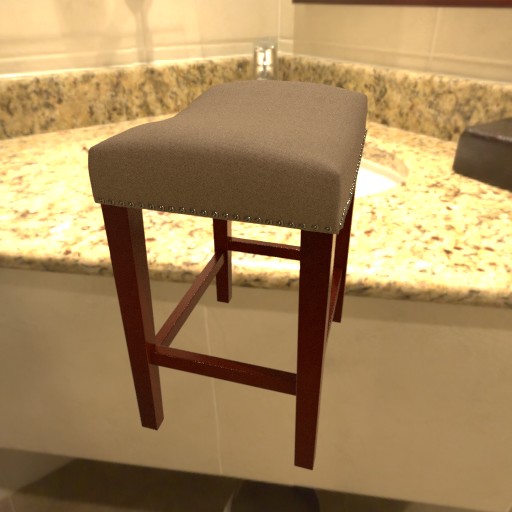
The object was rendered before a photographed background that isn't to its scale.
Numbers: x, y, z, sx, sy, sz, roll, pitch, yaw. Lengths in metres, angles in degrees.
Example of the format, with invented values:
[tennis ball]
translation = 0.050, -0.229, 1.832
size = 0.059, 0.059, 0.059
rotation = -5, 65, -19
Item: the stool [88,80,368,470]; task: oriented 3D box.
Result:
[stool]
translation = 0.000, 0.000, 0.937
size = 0.375, 0.632, 0.509
rotation = 8, 32, 14
